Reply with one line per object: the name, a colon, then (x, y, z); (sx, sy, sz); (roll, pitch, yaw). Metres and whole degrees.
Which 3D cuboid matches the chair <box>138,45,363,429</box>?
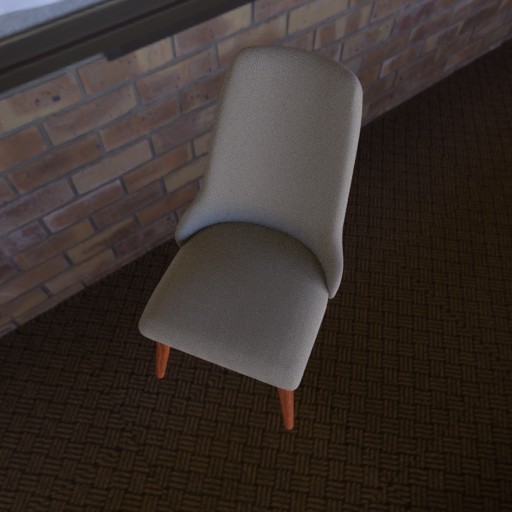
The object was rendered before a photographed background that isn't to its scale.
chair: (0.000, 0.000, 1.330); (0.535, 0.918, 0.707); (19, 61, 11)
